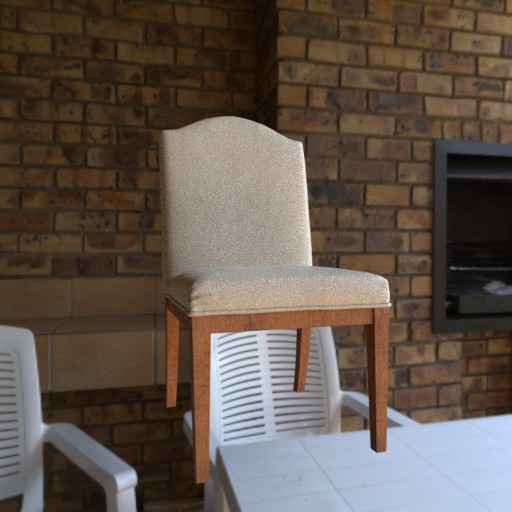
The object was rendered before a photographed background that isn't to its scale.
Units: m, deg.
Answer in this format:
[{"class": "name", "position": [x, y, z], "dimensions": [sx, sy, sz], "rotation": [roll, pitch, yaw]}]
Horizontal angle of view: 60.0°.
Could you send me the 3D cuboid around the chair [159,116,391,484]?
[{"class": "chair", "position": [0.000, 0.000, 1.373], "dimensions": [0.534, 1.012, 0.648], "rotation": [0, 1, -19]}]
